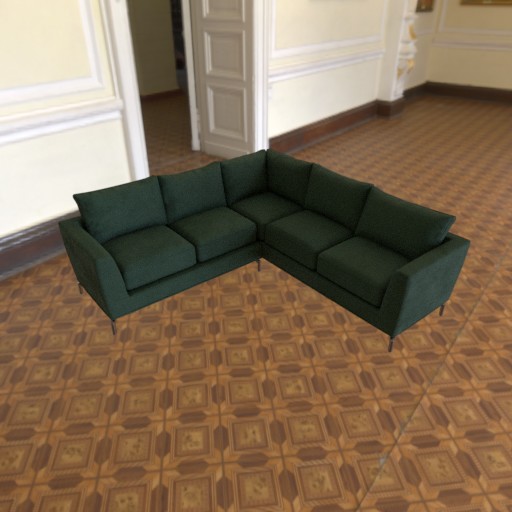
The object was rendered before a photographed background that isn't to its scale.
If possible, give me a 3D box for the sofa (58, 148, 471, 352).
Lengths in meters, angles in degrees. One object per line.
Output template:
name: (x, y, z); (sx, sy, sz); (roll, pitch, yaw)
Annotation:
sofa: (0.000, 0.000, 3.812); (2.468, 1.004, 2.452); (-22, 37, -33)
